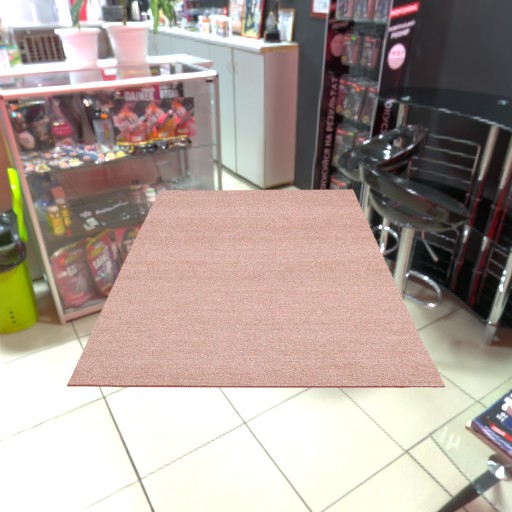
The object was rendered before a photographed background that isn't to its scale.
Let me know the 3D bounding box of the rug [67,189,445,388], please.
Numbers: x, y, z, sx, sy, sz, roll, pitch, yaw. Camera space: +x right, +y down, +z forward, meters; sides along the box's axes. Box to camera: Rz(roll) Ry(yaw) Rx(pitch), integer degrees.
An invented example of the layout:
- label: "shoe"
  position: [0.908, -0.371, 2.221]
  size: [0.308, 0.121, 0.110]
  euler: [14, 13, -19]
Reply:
- label: "rug"
  position: [0.000, 0.000, 4.193]
  size: [2.434, 0.045, 3.202]
  euler: [0, 31, 0]
